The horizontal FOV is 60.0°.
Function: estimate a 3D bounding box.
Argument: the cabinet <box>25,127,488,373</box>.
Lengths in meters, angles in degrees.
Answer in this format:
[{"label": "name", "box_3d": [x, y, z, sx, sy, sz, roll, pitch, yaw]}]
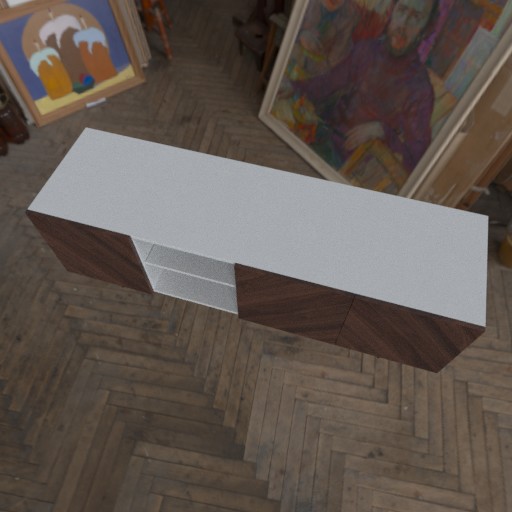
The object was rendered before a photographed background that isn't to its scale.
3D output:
[{"label": "cabinet", "box_3d": [0.000, 0.000, 1.717, 1.499, 0.533, 0.431, 14, 59, 9]}]
